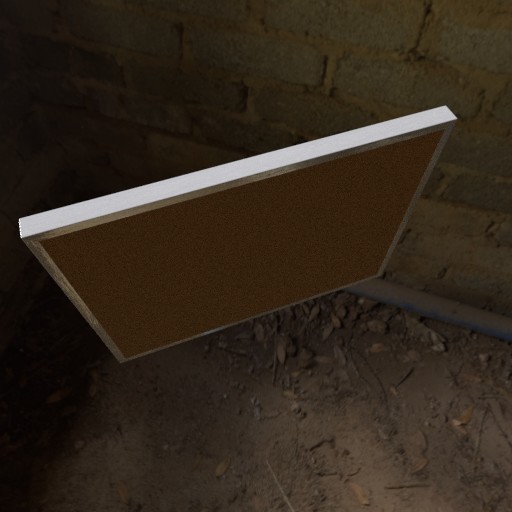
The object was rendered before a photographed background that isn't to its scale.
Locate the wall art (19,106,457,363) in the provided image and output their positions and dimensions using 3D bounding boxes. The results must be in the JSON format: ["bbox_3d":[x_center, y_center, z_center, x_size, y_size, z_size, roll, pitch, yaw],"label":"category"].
[{"bbox_3d":[0.000,0.000,1.347,1.041,0.787,0.053,-17,60,-10],"label":"wall art"}]
